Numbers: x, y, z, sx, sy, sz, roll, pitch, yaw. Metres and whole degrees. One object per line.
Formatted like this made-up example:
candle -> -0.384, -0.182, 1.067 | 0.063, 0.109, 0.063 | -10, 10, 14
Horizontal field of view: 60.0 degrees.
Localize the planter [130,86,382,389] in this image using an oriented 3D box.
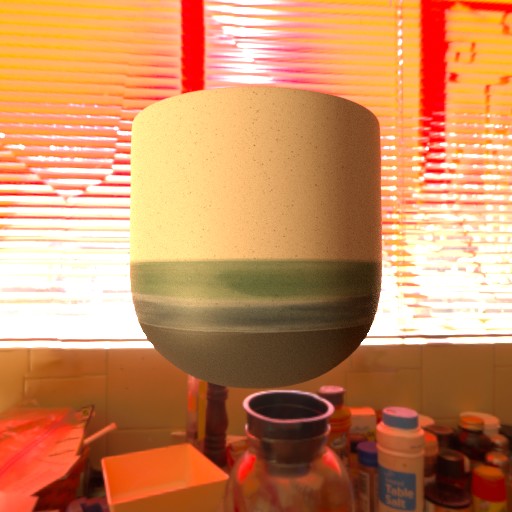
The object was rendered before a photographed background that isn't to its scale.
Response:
planter -> 0.000, 0.000, 0.489 | 0.268, 0.270, 0.268 | 0, -2, 0
